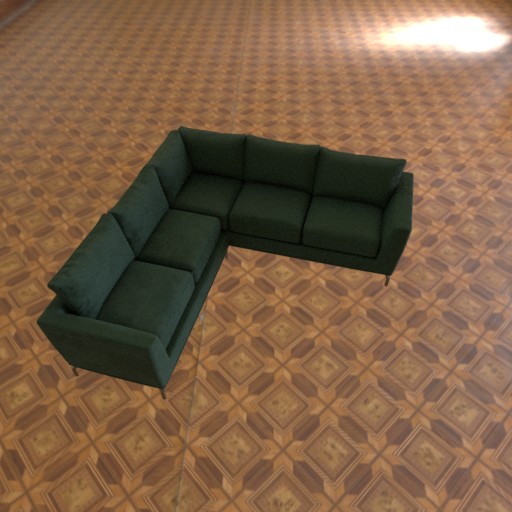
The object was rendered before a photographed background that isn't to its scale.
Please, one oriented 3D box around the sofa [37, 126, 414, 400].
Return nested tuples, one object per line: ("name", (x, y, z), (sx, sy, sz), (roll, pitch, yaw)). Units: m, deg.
("sofa", (0.000, 0.000, 3.776), (2.452, 1.004, 2.468), (11, 46, 11))
